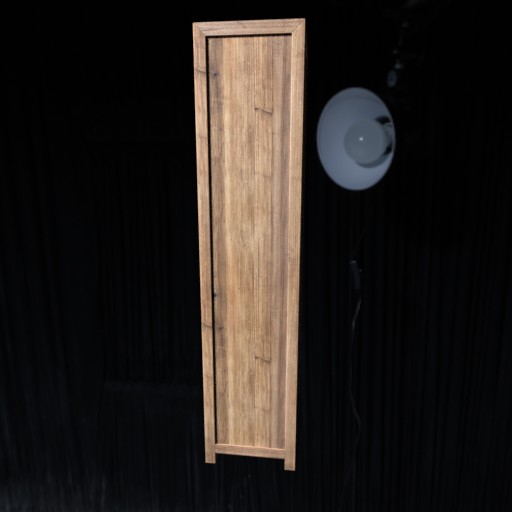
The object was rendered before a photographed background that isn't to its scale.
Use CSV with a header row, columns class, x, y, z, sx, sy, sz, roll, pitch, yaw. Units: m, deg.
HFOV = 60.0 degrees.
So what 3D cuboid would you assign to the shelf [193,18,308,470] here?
class,x,y,z,sx,sy,sz,roll,pitch,yaw
shelf,0.000,0.000,2.093,0.428,1.900,0.500,2,13,7
